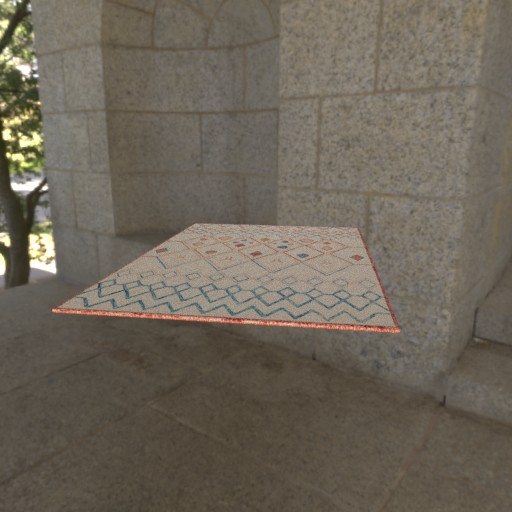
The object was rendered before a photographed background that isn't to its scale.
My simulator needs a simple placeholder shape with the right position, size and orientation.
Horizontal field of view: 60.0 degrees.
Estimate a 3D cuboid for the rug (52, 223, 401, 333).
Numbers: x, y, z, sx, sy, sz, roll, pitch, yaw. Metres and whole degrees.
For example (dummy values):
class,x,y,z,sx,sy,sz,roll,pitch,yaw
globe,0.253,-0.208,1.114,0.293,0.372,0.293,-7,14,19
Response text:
class,x,y,z,sx,sy,sz,roll,pitch,yaw
rug,0.000,0.000,2.390,1.219,0.016,1.829,2,14,8
